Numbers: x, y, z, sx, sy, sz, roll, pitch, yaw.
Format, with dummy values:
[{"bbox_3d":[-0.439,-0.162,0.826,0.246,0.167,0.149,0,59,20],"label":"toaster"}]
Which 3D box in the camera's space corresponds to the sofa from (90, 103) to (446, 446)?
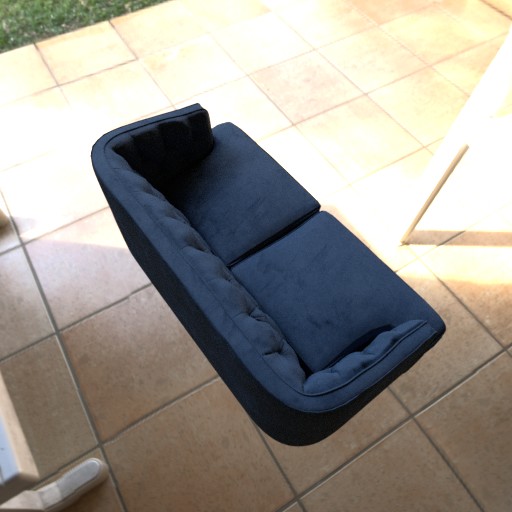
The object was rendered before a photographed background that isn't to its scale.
[{"bbox_3d":[0.000,0.000,2.248,0.941,0.854,1.733,-33,64,-19],"label":"sofa"}]
